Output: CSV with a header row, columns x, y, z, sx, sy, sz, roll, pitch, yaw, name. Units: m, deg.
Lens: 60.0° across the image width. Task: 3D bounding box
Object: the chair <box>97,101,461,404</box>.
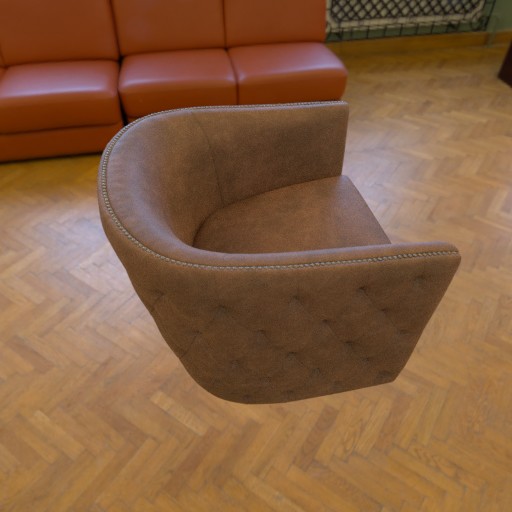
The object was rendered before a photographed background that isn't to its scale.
x,y,z,sx,sy,sz,roll,pitch,yaw,name
0.000,0.000,1.508,0.870,0.790,0.850,-9,46,-8,chair
